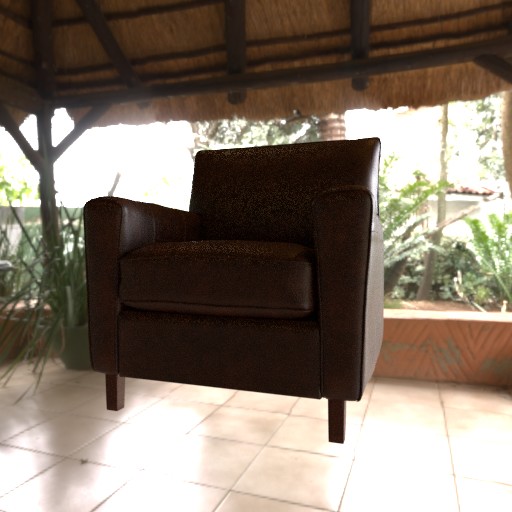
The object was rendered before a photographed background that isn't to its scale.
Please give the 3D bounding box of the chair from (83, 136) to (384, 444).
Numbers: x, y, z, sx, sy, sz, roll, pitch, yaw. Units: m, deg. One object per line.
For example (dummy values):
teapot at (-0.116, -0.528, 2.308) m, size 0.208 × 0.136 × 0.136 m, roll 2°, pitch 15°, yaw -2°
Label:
chair at (0.000, 0.000, 1.573) m, size 0.870 × 0.943 × 0.823 m, roll 0°, pitch 2°, yaw 19°
